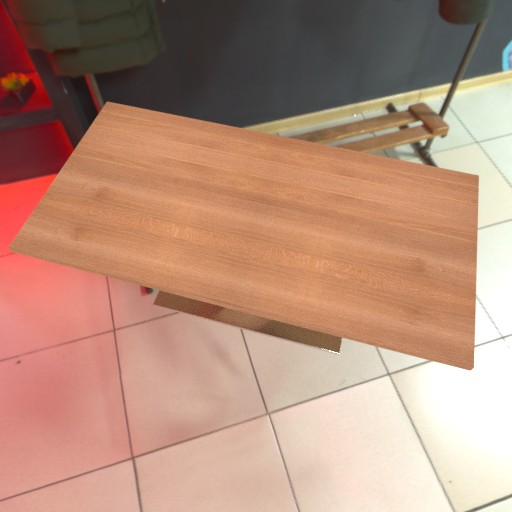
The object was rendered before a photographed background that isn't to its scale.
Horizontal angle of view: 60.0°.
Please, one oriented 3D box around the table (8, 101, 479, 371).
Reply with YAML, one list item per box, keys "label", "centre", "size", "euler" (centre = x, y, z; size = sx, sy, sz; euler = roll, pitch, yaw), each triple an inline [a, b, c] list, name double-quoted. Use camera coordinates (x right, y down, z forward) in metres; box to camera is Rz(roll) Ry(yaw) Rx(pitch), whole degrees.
- label: "table"
  centre: [0.000, 0.000, 2.185]
  size: [1.800, 0.750, 0.900]
  euler: [13, 60, 8]
